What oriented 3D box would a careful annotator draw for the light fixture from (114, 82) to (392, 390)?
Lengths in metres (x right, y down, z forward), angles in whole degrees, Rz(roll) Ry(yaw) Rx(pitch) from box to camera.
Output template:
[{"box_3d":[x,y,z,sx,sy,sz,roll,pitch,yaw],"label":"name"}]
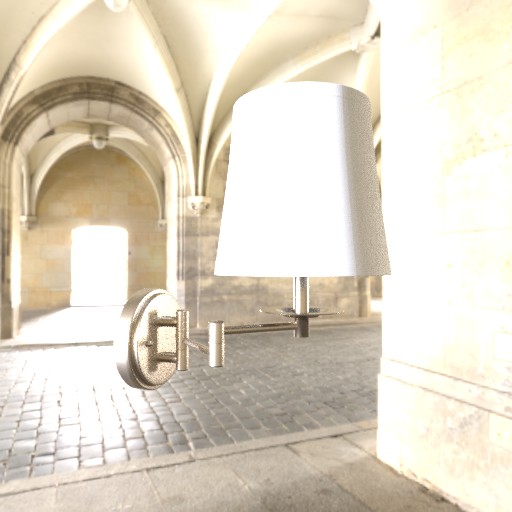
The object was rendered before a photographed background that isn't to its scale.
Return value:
[{"box_3d":[0.000,0.000,0.594,0.348,0.381,0.223,0,-1,19],"label":"light fixture"}]
